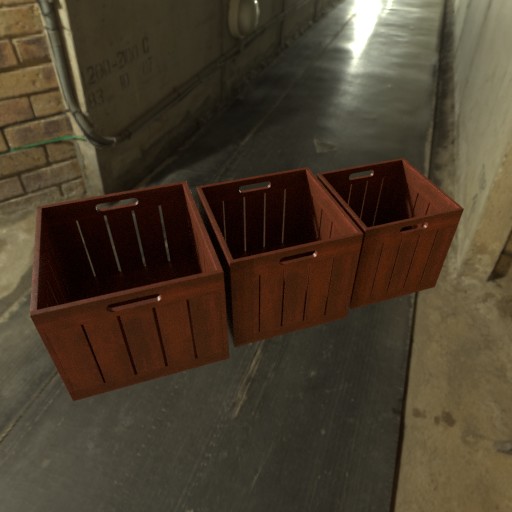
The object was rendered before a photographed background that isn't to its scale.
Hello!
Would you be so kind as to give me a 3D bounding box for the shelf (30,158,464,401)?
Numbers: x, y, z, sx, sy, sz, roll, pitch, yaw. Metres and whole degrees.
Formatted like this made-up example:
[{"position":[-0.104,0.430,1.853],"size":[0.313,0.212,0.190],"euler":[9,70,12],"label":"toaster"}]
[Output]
[{"position":[0.000,0.000,1.236],"size":[1.064,0.311,0.393],"euler":[-12,43,-14],"label":"shelf"}]
